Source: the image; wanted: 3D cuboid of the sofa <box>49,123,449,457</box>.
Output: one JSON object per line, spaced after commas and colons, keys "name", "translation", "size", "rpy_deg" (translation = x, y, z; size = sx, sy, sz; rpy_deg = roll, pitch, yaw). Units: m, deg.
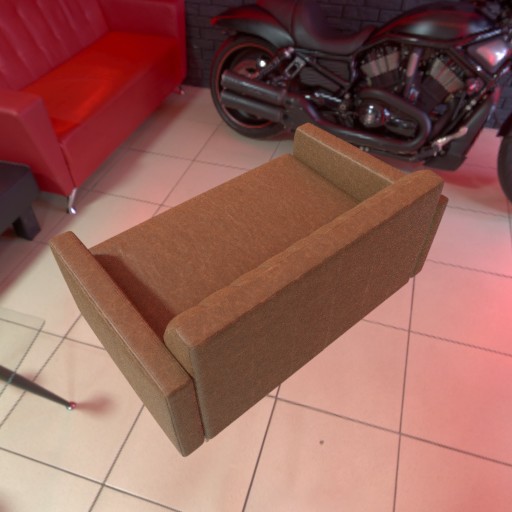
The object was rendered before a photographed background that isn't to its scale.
{"name": "sofa", "translation": [0.000, 0.000, 2.105], "size": [1.549, 0.820, 0.960], "rpy_deg": [-31, 53, -27]}
